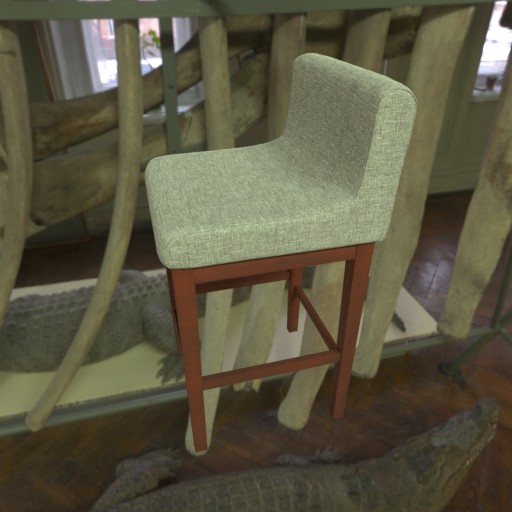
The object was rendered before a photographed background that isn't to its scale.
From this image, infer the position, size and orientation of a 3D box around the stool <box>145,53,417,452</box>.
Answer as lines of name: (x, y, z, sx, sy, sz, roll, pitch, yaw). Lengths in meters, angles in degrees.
stool: (0.000, 0.000, 1.055, 0.459, 0.835, 0.417, -8, 33, -13)
